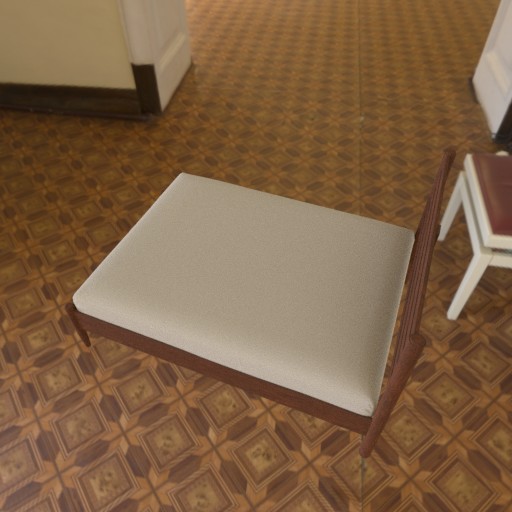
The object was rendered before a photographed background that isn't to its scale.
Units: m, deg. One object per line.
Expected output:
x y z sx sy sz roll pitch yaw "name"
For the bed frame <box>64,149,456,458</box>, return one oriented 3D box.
0.000 0.000 3.192 2.234 1.321 1.655 16 48 15 "bed frame"
